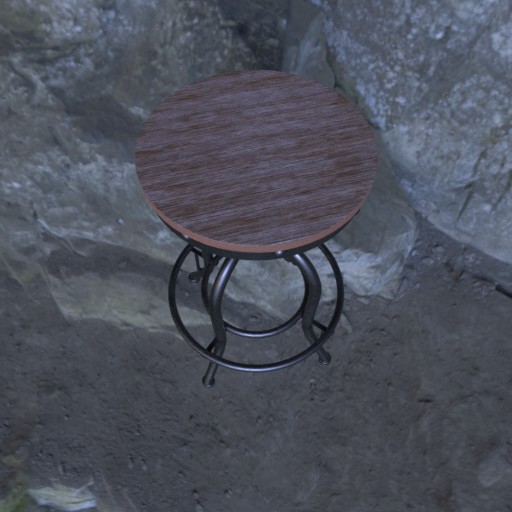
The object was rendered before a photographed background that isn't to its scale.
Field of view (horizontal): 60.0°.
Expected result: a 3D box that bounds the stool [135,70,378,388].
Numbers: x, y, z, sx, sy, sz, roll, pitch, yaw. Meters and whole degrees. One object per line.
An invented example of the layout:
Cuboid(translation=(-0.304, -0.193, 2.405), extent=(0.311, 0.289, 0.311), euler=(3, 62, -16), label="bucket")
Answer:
Cuboid(translation=(0.000, 0.000, 0.900), extent=(0.439, 0.609, 0.439), euler=(30, 63, 17), label="stool")
